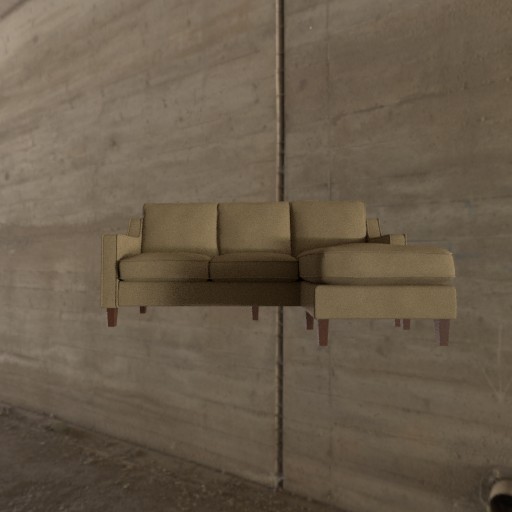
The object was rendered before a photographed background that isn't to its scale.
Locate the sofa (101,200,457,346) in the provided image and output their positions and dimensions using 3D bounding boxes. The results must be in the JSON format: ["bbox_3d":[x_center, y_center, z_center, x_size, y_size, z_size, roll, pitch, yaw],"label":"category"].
[{"bbox_3d":[0.000,0.000,3.407,2.317,1.066,1.858,0,-1,0],"label":"sofa"}]
